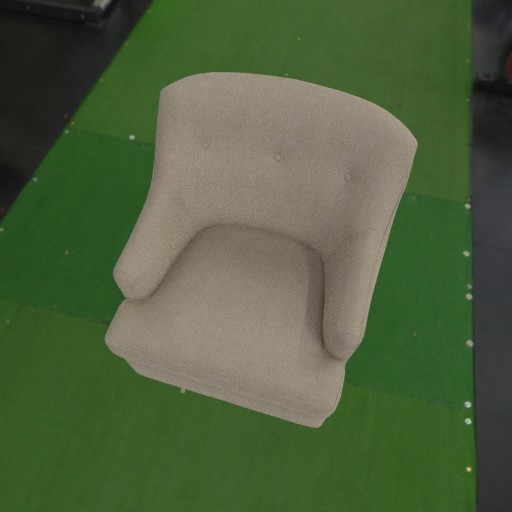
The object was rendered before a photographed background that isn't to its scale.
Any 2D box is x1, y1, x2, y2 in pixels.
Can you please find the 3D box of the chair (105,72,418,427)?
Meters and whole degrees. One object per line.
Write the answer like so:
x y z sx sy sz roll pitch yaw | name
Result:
0.000 0.000 1.589 0.864 0.856 0.923 14 60 8 | chair
